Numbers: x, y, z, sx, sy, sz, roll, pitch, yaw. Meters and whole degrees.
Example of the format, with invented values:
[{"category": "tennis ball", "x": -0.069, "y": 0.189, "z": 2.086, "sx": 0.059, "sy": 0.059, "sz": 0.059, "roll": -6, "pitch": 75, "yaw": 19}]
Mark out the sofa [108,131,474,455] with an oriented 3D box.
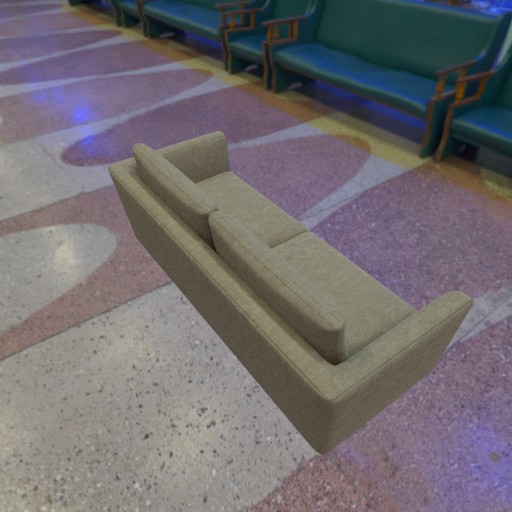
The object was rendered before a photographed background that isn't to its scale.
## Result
[{"category": "sofa", "x": 0.000, "y": 0.000, "z": 2.578, "sx": 0.889, "sy": 0.864, "sz": 2.121, "roll": -25, "pitch": 47, "yaw": -26}]
